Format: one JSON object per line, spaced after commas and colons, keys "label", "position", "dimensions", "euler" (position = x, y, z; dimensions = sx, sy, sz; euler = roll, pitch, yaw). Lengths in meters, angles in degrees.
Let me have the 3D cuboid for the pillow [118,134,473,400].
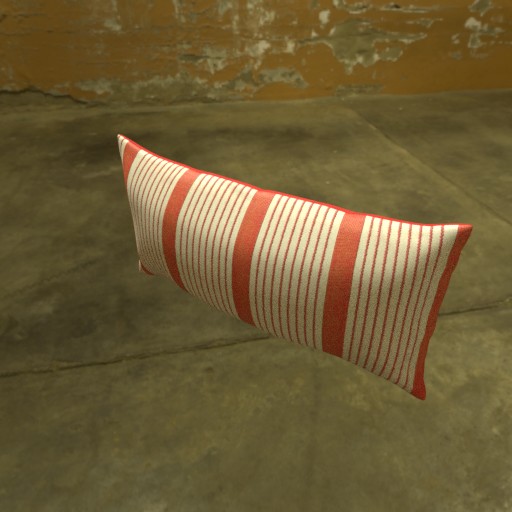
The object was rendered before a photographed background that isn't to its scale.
{"label": "pillow", "position": [0.000, 0.000, 0.727], "dimensions": [0.608, 0.297, 0.151], "euler": [20, 37, 29]}
